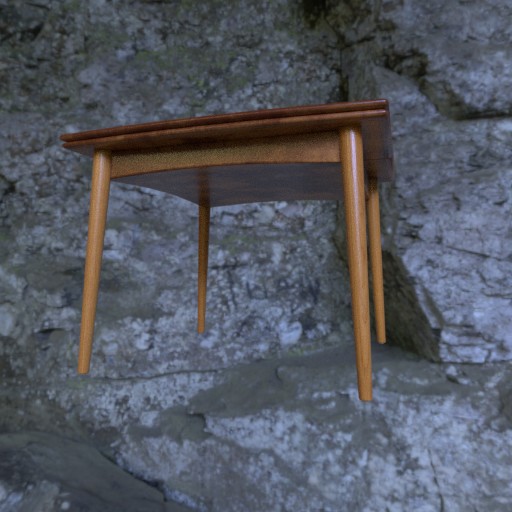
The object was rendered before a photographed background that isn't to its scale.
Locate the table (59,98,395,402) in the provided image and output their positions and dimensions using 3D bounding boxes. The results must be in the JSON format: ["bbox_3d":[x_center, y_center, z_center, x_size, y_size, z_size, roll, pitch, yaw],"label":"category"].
[{"bbox_3d":[0.000,0.000,1.671,0.991,0.754,0.991,0,-1,18],"label":"table"}]
